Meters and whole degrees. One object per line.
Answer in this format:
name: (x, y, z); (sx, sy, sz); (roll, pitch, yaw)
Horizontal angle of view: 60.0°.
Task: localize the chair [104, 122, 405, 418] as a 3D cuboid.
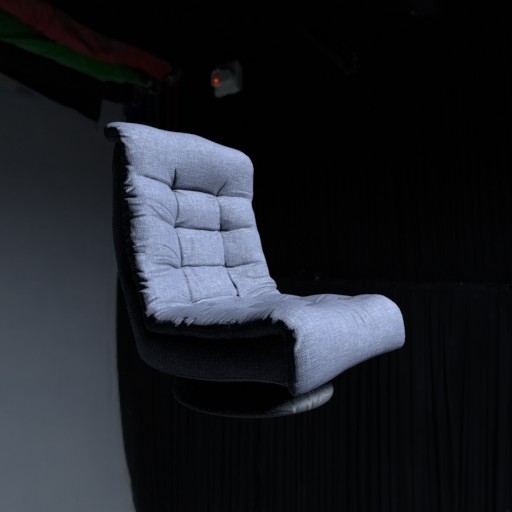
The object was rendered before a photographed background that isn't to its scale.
chair: (0.000, 0.000, 1.220); (0.668, 0.749, 0.597); (0, 0, 36)
